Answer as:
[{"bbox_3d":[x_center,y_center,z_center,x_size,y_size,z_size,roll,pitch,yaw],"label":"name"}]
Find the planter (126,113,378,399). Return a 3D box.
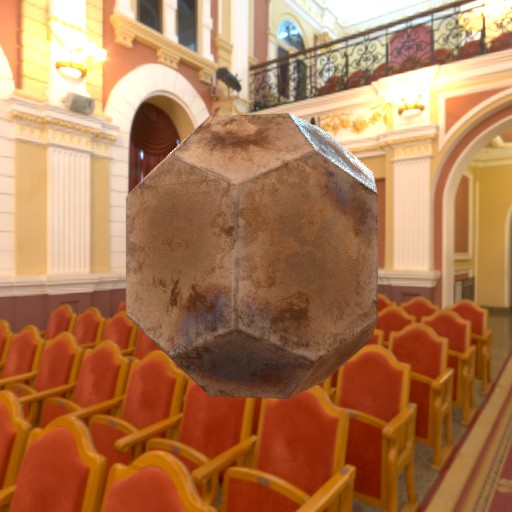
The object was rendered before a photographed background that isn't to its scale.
[{"bbox_3d":[0.000,0.000,0.429,0.243,0.238,0.221,0,0,36],"label":"planter"}]
